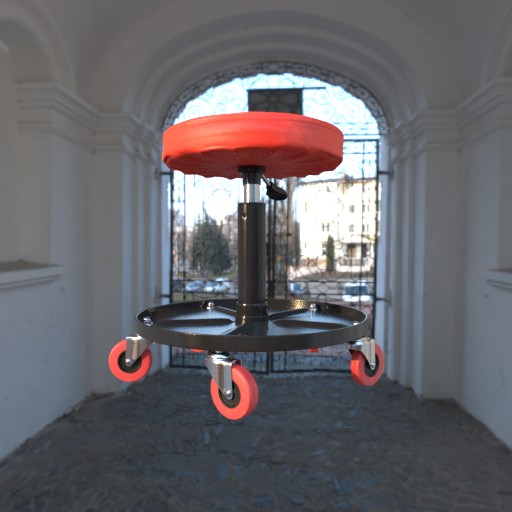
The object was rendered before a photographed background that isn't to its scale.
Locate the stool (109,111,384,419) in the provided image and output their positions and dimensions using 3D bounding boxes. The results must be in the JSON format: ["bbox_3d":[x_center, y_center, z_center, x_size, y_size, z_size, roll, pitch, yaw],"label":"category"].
[{"bbox_3d":[0.000,0.000,0.685,0.381,0.365,0.382,1,2,20],"label":"stool"}]
